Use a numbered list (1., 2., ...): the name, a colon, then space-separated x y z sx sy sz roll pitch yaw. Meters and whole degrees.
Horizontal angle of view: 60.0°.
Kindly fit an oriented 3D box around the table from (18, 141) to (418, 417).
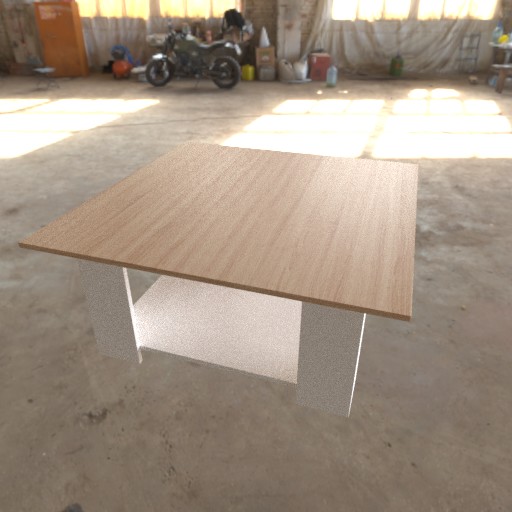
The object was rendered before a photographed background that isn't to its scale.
1. table: 0.000 0.000 1.048 0.670 0.305 0.670 10 32 16
